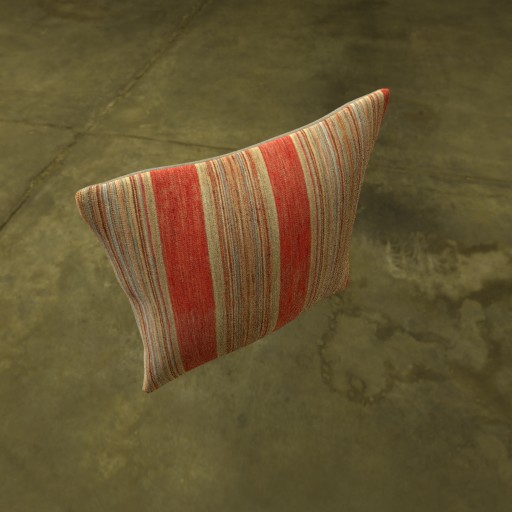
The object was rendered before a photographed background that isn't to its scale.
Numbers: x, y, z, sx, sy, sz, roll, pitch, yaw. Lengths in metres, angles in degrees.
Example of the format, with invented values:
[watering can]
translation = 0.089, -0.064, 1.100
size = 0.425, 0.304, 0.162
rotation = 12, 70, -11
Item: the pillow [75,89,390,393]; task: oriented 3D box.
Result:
[pillow]
translation = 0.000, 0.000, 0.667
size = 0.437, 0.419, 0.136
rotation = -25, 50, -22
